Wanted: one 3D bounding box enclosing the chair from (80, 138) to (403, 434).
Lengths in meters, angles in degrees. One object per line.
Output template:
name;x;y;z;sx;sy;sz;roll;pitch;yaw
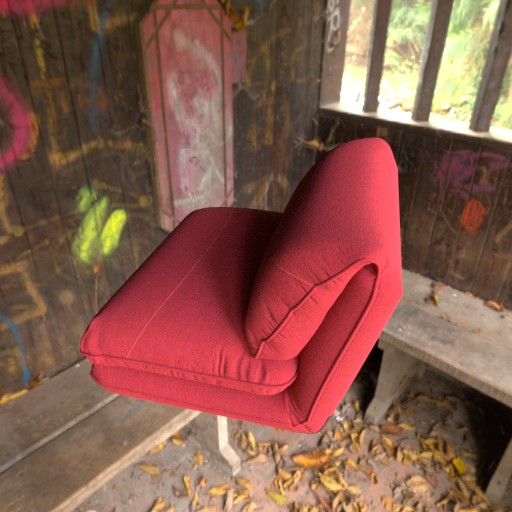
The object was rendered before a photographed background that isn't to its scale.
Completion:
chair;0.000;0.000;1.340;0.780;0.580;0.820;8;31;13
